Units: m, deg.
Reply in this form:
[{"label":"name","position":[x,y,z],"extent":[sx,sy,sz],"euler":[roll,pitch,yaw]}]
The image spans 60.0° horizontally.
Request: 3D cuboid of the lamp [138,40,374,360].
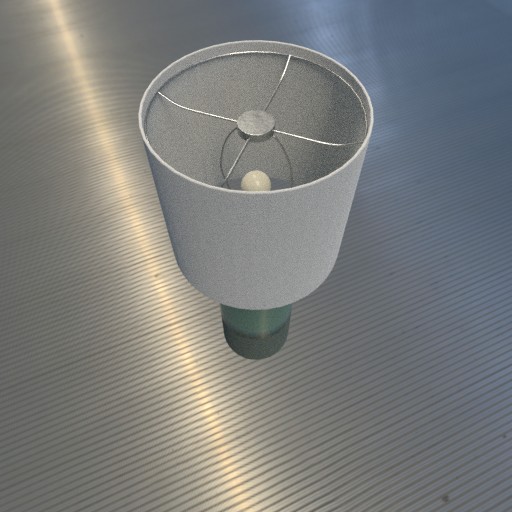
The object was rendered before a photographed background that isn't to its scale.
[{"label":"lamp","position":[0.000,0.000,0.607],"extent":[0.212,0.493,0.212],"euler":[17,58,11]}]
